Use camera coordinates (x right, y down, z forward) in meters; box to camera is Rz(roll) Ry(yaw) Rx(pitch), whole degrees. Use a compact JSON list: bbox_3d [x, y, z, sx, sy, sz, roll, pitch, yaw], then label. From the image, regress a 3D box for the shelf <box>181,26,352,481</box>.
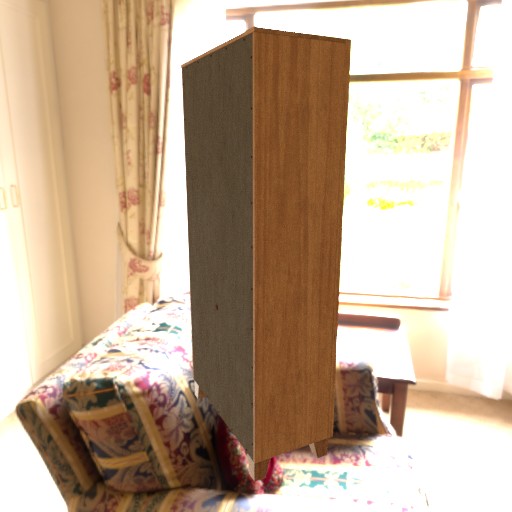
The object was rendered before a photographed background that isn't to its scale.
[{"bbox_3d":[0.000,0.000,2.287,0.453,1.930,0.864,-7,15,-26],"label":"shelf"}]
